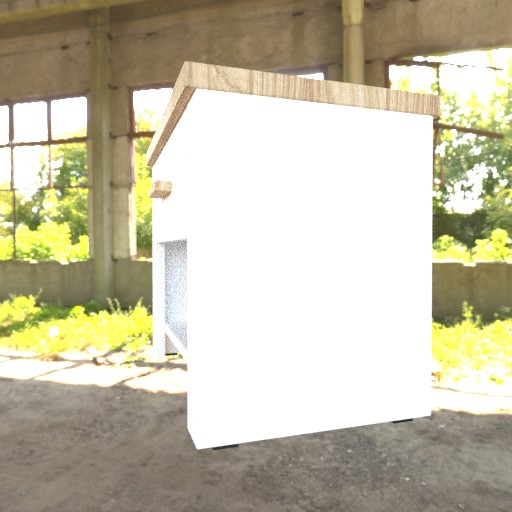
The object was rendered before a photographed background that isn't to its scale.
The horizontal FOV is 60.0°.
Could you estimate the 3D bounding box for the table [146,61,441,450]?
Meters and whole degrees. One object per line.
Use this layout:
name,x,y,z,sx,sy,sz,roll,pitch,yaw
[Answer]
table,0.000,0.000,0.781,0.360,0.440,0.500,0,1,-19
